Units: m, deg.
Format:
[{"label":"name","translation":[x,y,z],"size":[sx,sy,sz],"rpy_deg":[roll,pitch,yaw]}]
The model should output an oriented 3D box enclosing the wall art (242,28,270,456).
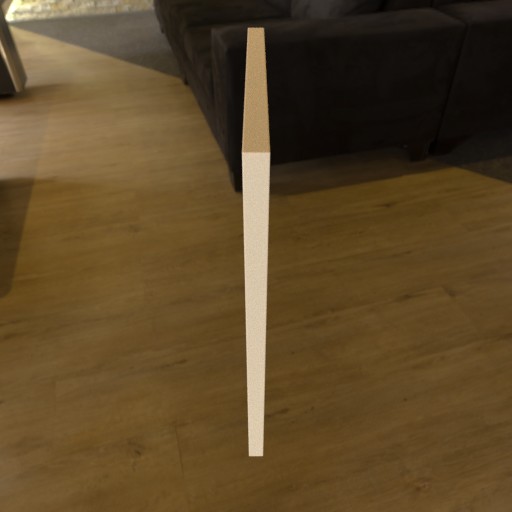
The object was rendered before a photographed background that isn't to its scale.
[{"label":"wall art","translation":[0.000,0.000,1.132],"size":[0.038,0.914,0.610],"rpy_deg":[0,41,0]}]
